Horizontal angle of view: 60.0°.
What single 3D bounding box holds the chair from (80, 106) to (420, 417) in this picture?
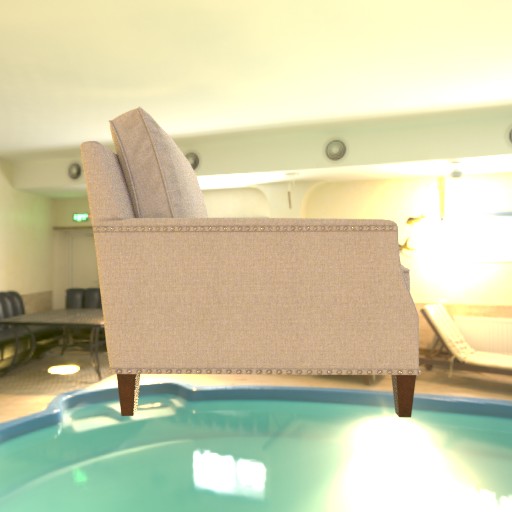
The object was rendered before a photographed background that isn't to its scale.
[{"bbox_3d":[0.000,0.000,1.698,1.014,0.943,0.853,0,0,1],"label":"chair"}]
